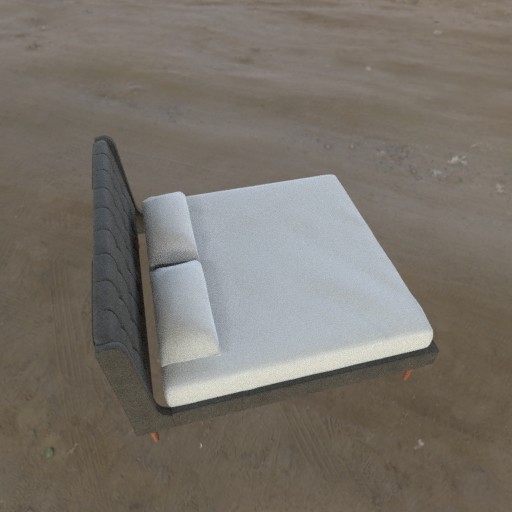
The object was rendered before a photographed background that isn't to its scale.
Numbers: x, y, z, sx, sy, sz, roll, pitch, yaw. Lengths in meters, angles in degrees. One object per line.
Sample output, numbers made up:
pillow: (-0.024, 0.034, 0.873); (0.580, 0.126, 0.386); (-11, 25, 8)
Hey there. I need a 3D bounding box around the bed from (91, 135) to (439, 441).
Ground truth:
bed: (0.000, 0.000, 2.603); (1.638, 0.933, 1.531); (-10, 47, -10)
